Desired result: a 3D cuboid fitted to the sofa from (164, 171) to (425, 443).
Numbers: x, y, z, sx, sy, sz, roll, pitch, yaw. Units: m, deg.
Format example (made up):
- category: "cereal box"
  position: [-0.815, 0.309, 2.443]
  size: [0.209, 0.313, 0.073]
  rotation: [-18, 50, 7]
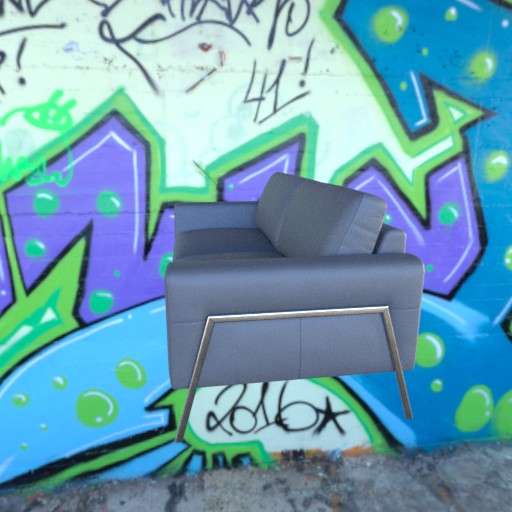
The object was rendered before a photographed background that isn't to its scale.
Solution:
- category: "sofa"
  position: [0.000, 0.000, 2.540]
  size: [0.953, 0.875, 2.017]
  rotation: [-2, 14, -9]
